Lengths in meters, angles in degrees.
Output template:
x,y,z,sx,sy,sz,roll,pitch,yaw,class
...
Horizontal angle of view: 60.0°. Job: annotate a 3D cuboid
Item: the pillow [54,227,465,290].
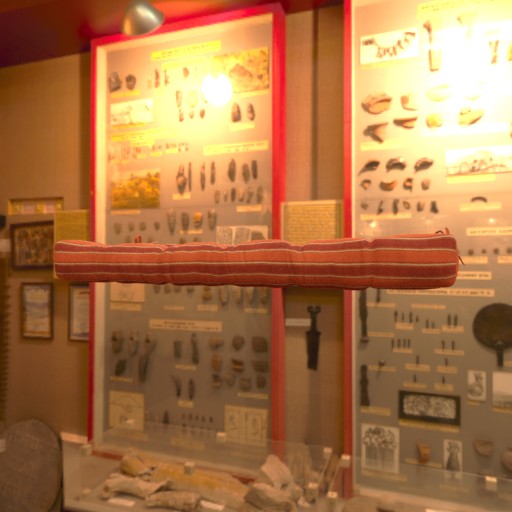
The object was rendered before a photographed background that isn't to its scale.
x,y,z,sx,sy,sz,roll,pitch,yaw,class
0.000,0.000,1.366,1.194,0.174,0.511,0,0,21,pillow
